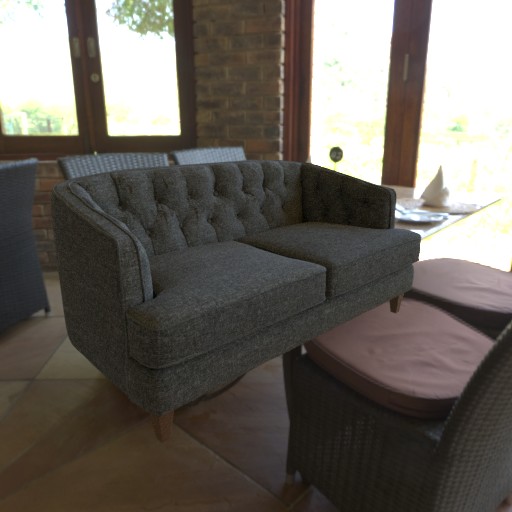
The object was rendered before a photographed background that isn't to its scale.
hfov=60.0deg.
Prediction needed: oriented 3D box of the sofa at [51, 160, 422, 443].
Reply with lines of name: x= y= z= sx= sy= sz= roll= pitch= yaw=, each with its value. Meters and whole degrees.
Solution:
sofa: x=0.000 y=0.000 z=2.197 sx=1.733 sy=0.855 sz=0.941 roll=-15 pitch=22 yaw=-42
